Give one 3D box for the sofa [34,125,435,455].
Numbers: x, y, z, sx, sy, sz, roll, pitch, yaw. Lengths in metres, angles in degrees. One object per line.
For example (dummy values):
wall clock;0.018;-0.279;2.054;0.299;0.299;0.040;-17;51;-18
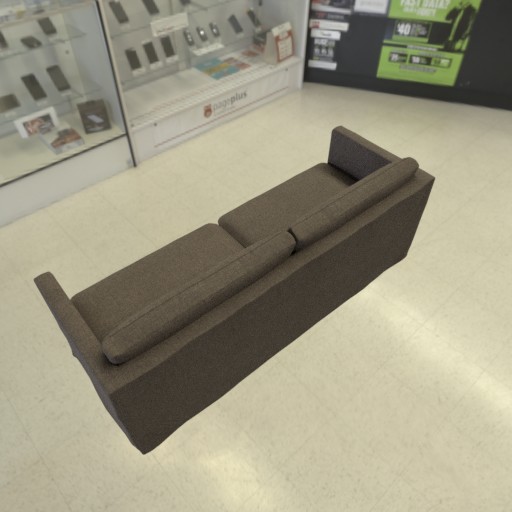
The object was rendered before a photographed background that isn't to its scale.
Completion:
sofa;0.000;0.000;3.283;2.779;0.998;1.036;-32;54;-26
